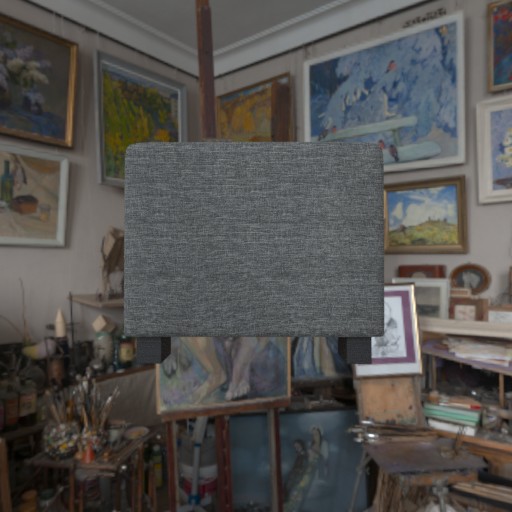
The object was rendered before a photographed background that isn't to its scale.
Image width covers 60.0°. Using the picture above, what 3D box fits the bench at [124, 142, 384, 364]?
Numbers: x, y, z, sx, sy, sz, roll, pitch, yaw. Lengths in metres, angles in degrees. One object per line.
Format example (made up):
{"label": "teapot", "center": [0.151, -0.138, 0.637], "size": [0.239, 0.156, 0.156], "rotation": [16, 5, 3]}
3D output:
{"label": "bench", "center": [0.000, 0.000, 1.494], "size": [0.508, 0.445, 1.296], "rotation": [0, -1, 0]}
